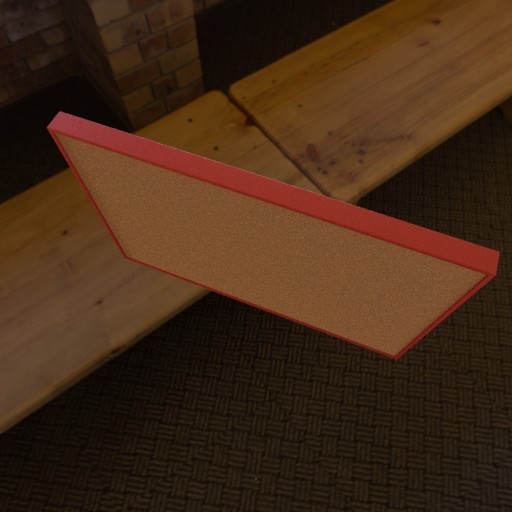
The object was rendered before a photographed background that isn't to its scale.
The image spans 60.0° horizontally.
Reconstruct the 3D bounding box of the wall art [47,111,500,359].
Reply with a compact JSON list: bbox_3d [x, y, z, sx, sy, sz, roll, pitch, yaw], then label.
[{"bbox_3d":[0.000,0.000,0.747,0.607,0.405,0.033,19,65,9],"label":"wall art"}]
